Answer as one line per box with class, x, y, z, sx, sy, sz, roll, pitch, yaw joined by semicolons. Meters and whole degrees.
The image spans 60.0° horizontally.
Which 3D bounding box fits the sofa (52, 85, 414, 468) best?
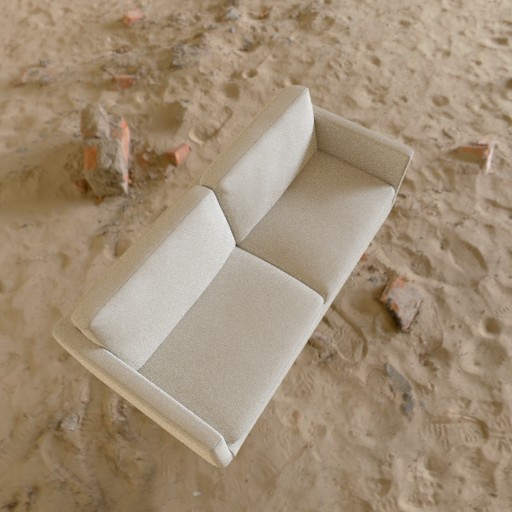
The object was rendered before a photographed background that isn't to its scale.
sofa;0.000;0.000;2.497;0.965;0.889;1.981;30;64;17
